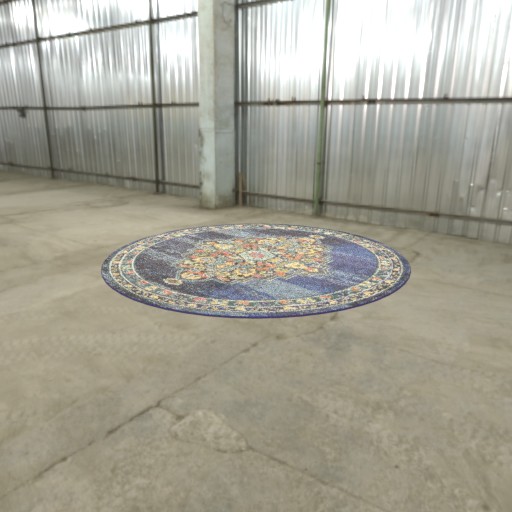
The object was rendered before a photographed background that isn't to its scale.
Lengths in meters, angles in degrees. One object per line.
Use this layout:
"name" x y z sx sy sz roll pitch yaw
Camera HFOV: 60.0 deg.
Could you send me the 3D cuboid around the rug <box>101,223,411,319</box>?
"rug" 0.000 0.000 3.596 2.386 0.014 2.386 0 17 0
